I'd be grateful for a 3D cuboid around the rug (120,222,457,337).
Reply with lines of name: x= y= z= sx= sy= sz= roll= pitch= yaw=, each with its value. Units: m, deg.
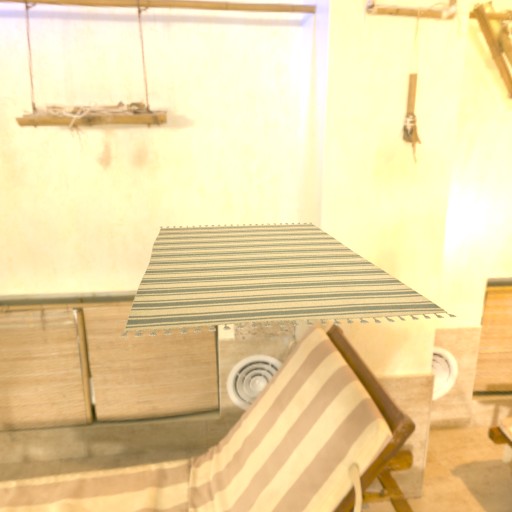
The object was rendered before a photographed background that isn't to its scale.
rug: x=0.000 y=0.000 z=2.558 sx=1.222 sy=0.009 sz=2.084 roll=-2 pitch=14 yaw=-8
